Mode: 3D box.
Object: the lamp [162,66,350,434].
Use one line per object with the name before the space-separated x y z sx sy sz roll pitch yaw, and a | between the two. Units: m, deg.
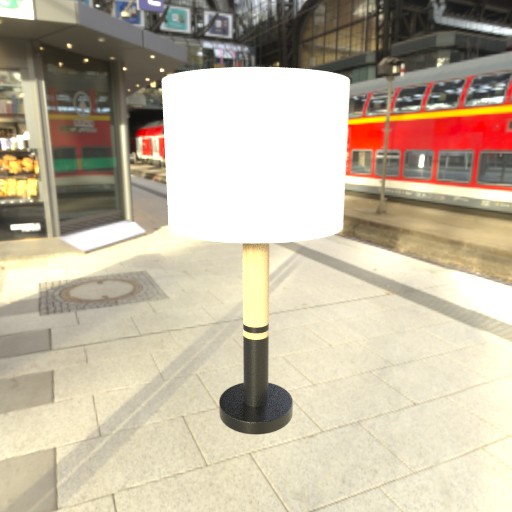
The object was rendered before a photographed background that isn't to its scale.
lamp | 0.000 0.000 0.805 0.305 0.640 0.305 -7 16 -26
